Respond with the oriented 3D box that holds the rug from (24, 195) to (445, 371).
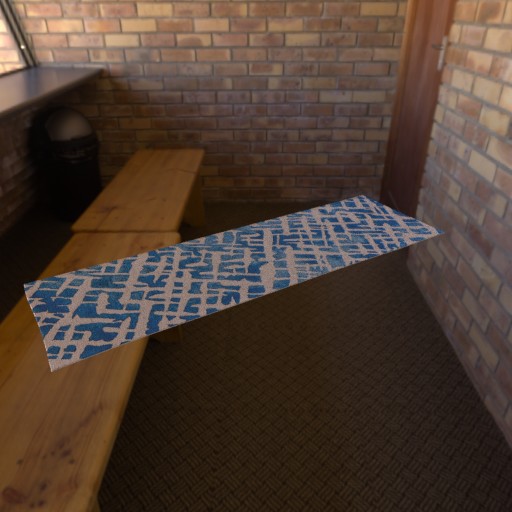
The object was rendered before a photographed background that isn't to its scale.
[{"bbox_3d":[0.000,0.000,2.640,2.446,0.011,0.768,-17,33,-27],"label":"rug"}]
